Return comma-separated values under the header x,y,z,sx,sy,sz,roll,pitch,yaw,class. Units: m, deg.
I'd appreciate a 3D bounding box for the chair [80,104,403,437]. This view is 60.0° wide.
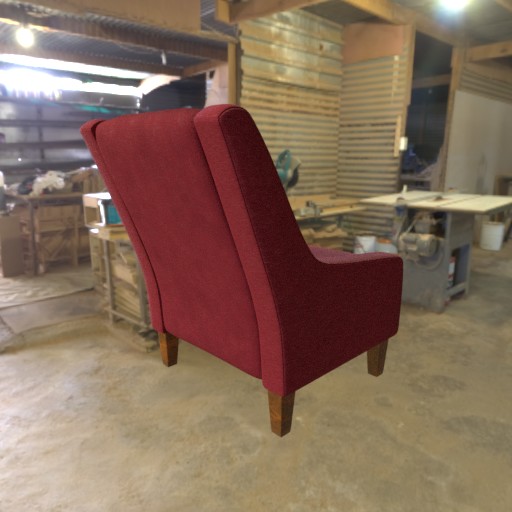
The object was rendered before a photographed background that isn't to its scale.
x,y,z,sx,sy,sz,roll,pitch,yaw,class
0.000,0.000,1.717,0.985,1.017,0.793,-12,18,-42,chair
